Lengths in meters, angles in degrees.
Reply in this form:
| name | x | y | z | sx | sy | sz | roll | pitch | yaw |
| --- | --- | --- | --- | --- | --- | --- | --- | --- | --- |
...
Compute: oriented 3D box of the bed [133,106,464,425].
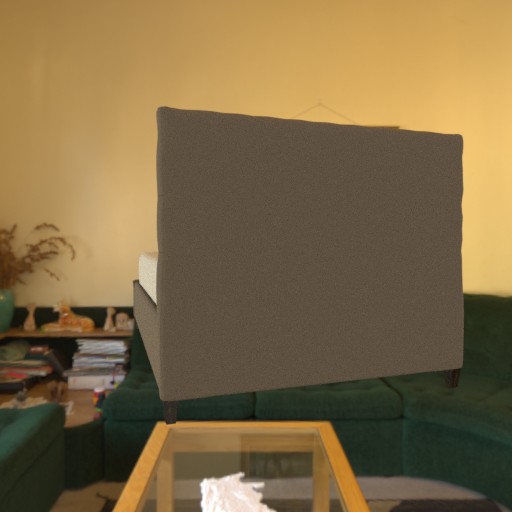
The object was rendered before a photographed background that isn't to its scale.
| name | x | y | z | sx | sy | sz | roll | pitch | yaw |
| --- | --- | --- | --- | --- | --- | --- | --- | --- | --- |
| bed | 0.000 | 0.000 | 3.334 | 1.698 | 1.427 | 2.387 | -1 | 2 | -18 |
